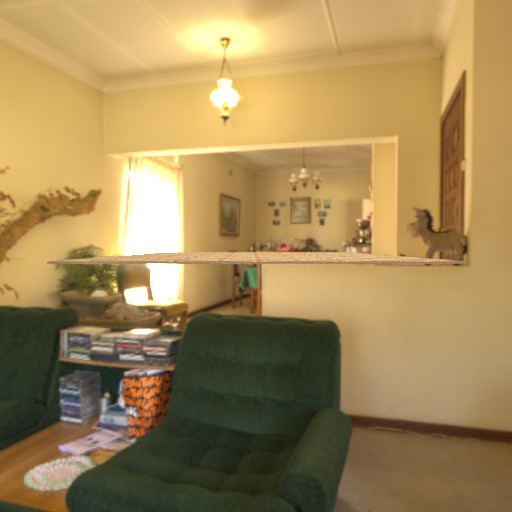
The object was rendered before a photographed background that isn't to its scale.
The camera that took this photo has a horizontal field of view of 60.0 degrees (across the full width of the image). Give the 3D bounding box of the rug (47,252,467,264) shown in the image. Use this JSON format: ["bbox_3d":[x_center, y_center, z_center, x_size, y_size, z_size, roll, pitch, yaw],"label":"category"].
[{"bbox_3d":[0.000,0.000,3.849,2.288,0.018,2.895,0,1,0],"label":"rug"}]
